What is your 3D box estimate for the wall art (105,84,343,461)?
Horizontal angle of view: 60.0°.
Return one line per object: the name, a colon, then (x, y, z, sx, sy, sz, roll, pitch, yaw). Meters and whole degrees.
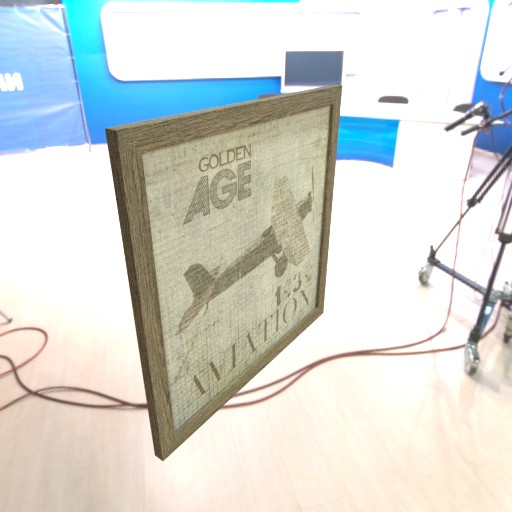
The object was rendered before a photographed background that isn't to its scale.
wall art: (0.000, 0.000, 0.762, 0.019, 0.508, 0.508, 19, 33, 32)
